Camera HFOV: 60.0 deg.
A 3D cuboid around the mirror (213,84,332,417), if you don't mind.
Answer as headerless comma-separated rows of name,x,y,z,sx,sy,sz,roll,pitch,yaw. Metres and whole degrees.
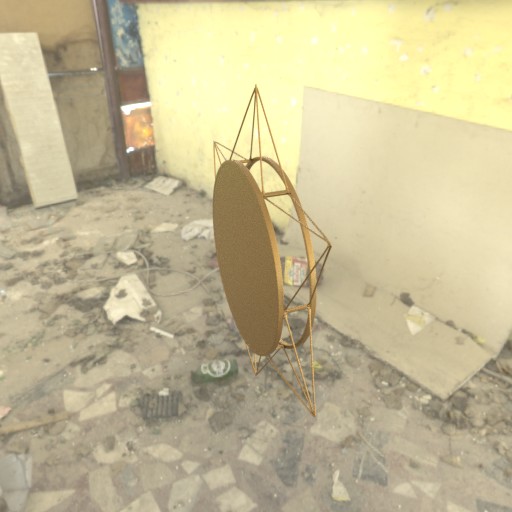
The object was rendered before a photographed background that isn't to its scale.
mirror,0.000,0.000,0.796,0.062,0.581,0.498,-11,31,-18
